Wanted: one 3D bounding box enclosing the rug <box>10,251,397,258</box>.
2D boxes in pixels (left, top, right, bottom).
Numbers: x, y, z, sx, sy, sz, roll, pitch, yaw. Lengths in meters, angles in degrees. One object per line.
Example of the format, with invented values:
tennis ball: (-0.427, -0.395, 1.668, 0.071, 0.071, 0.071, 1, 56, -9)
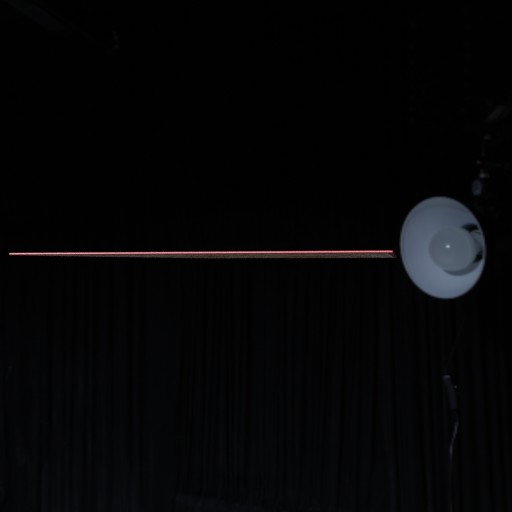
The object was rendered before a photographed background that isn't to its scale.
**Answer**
rug: (0.000, 0.000, 3.967, 2.387, 0.013, 3.053, 0, -1, 18)
